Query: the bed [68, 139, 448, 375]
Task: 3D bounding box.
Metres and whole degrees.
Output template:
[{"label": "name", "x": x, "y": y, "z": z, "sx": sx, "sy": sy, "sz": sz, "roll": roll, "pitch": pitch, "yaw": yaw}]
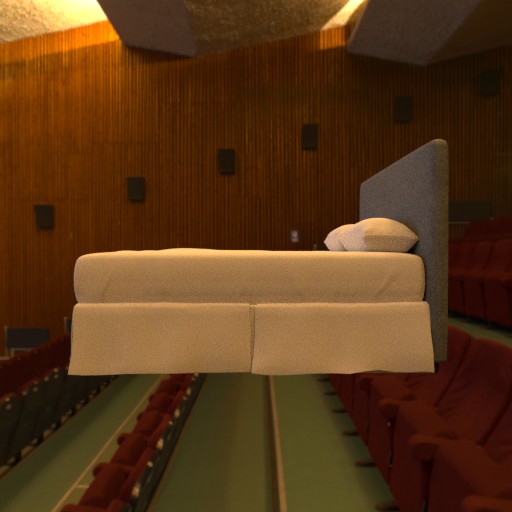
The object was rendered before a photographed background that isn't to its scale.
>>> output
[{"label": "bed", "x": 0.000, "y": 0.000, "z": 3.258, "sx": 2.142, "sy": 1.330, "sz": 1.713, "roll": 0, "pitch": 1, "yaw": 0}]
